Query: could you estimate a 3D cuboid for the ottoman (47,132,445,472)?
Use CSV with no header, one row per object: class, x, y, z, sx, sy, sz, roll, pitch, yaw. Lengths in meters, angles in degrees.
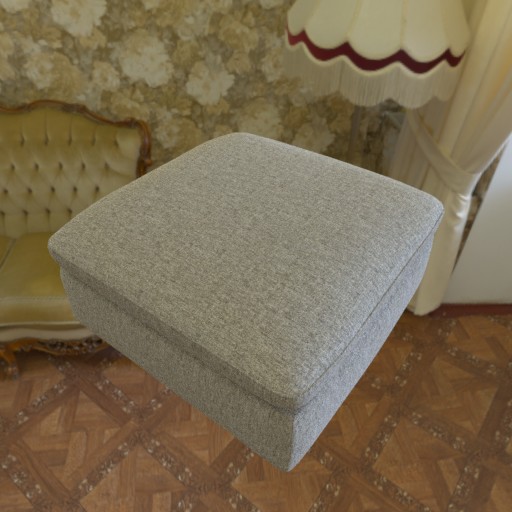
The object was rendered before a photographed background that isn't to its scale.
ottoman,0.000,0.000,1.629,1.035,0.526,1.039,26,47,27
